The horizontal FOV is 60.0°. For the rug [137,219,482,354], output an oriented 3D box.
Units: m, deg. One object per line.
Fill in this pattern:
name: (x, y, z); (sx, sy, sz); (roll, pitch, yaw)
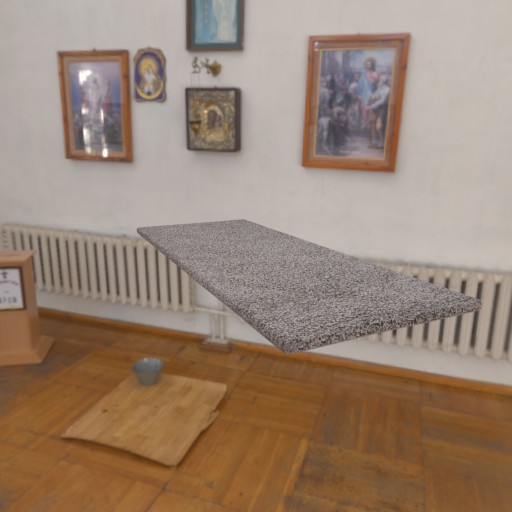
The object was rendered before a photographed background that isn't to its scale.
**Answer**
rug: (0.000, 0.000, 1.715); (0.609, 0.030, 1.524); (-7, 15, -25)
